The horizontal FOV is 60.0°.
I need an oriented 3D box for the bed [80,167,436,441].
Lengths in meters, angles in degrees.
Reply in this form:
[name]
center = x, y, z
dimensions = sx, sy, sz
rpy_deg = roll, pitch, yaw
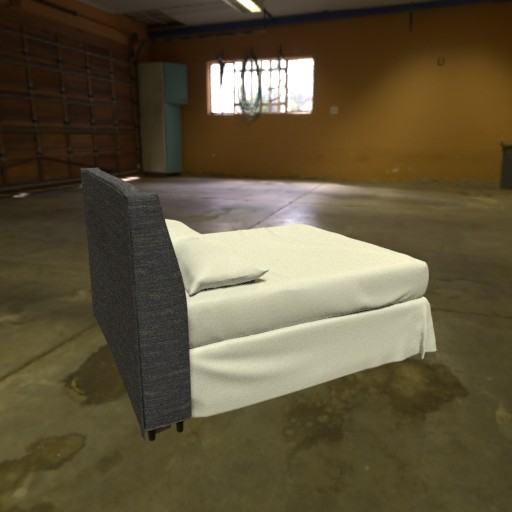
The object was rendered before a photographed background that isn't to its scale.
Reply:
[bed]
center = 0.000, 0.000, 3.438
dimensions = 2.276, 1.332, 1.925
rpy_deg = -8, 17, -26
